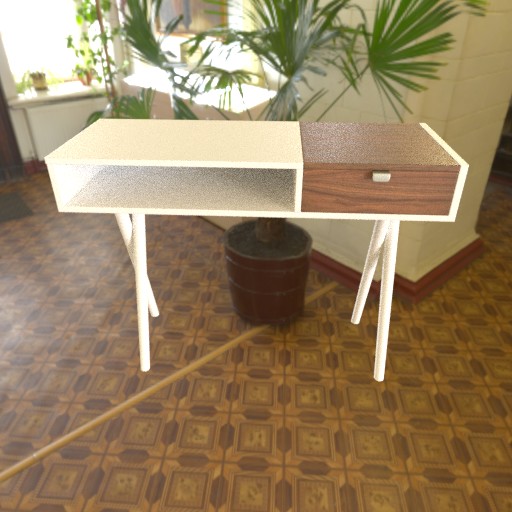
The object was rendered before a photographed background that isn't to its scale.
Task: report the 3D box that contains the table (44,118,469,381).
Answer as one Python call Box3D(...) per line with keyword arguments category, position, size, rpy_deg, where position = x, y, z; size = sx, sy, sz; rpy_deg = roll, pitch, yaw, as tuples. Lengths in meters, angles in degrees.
Box3D(category="table", position=(0.000, 0.000, 1.476), size=(1.066, 0.785, 0.418), rpy_deg=(2, 31, 3))
